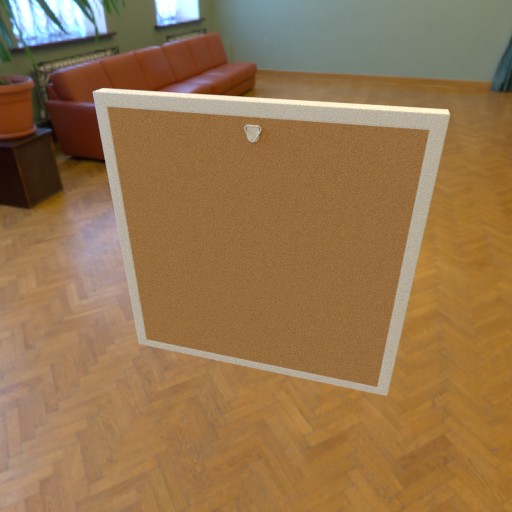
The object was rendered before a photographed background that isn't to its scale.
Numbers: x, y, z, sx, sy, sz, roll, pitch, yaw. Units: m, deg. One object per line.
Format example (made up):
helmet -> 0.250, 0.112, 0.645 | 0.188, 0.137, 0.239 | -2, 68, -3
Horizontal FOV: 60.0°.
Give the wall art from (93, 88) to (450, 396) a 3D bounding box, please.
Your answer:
wall art -> 0.000, 0.000, 1.124 | 0.761, 0.762, 0.050 | 8, 32, 14
